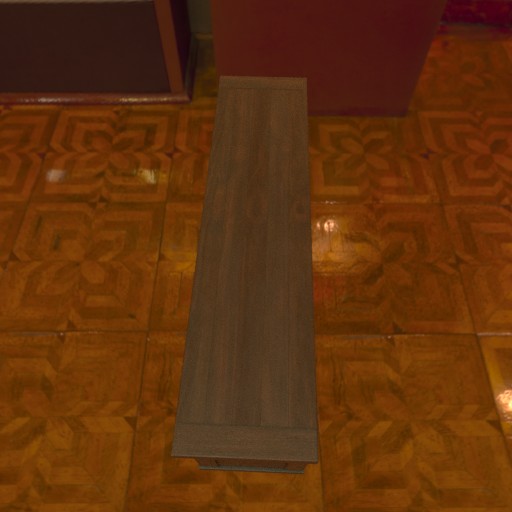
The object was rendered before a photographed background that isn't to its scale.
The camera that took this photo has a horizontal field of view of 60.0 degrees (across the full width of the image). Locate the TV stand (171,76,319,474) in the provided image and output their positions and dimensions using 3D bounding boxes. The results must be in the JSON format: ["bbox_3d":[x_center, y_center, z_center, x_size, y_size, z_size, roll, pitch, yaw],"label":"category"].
[{"bbox_3d":[0.000,0.000,2.125,0.471,0.615,1.866,2,58,1],"label":"TV stand"}]
